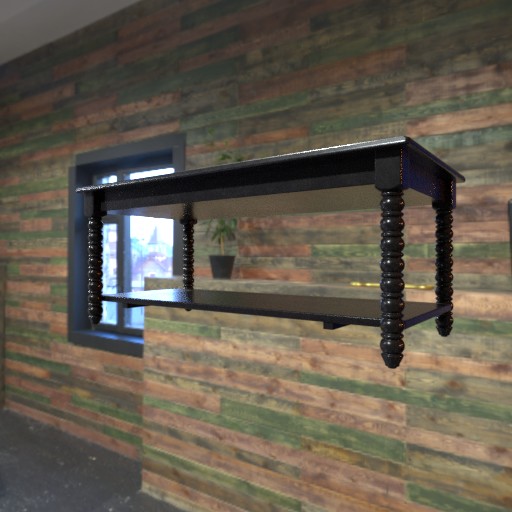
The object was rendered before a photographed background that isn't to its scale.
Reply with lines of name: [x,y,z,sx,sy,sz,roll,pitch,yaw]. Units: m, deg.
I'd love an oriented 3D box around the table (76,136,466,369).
table: [0.000,0.000,1.464,1.171,0.487,0.580,0,0,36]
